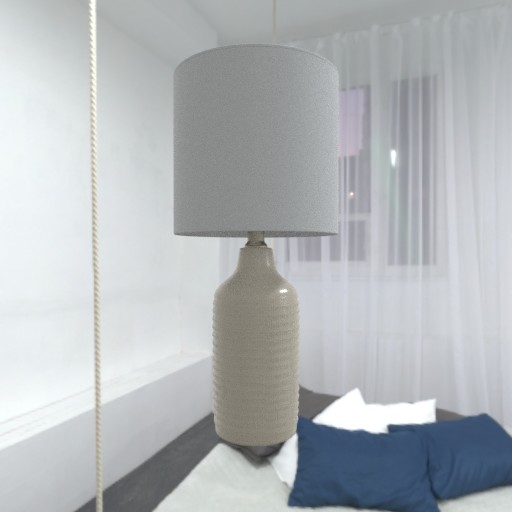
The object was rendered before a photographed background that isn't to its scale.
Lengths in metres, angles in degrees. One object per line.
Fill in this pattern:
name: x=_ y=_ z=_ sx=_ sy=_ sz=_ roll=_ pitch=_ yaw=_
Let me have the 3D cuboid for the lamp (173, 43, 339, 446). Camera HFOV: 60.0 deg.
lamp: x=0.000 y=0.000 z=0.604 sx=0.220 sy=0.475 sz=0.220 roll=0 pitch=1 yaw=1
